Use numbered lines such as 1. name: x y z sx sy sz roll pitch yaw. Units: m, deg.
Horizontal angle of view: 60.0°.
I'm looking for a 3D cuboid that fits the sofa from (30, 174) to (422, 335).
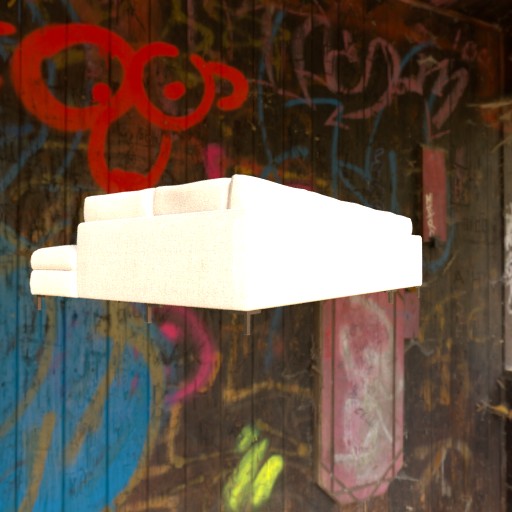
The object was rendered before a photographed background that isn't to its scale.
1. sofa: 0.000 0.000 3.591 1.879 0.756 2.737 -1 -1 36
